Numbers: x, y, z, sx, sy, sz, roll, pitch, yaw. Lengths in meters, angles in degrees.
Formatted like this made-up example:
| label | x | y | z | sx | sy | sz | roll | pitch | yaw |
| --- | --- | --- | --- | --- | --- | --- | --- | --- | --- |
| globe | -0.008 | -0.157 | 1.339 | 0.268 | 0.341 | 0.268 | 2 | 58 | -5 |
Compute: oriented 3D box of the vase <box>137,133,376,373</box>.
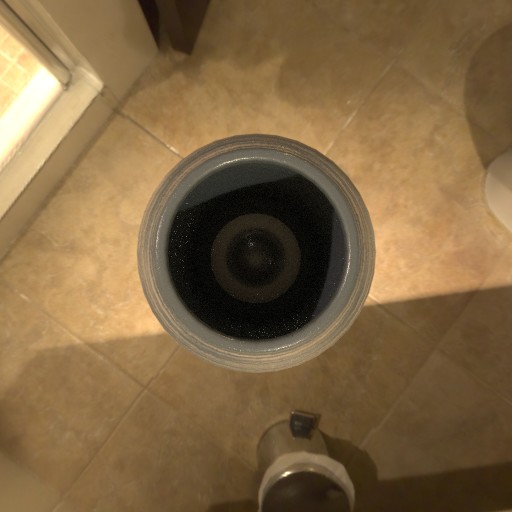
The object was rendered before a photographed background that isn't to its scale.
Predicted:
| label | x | y | z | sx | sy | sz | roll | pitch | yaw |
| --- | --- | --- | --- | --- | --- | --- | --- | --- | --- |
| vase | 0.000 | 0.000 | 0.297 | 0.116 | 0.230 | 0.116 | 0 | 89 | 0 |
